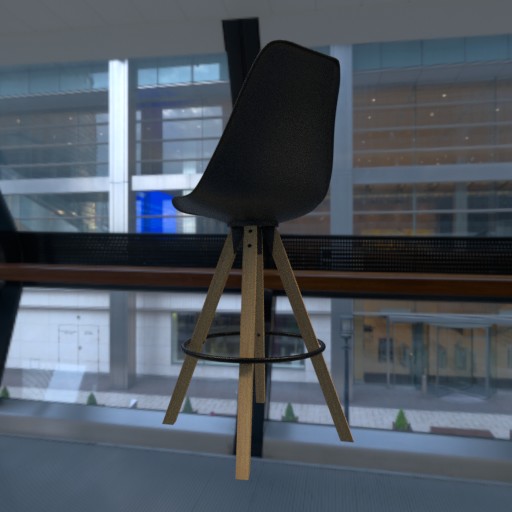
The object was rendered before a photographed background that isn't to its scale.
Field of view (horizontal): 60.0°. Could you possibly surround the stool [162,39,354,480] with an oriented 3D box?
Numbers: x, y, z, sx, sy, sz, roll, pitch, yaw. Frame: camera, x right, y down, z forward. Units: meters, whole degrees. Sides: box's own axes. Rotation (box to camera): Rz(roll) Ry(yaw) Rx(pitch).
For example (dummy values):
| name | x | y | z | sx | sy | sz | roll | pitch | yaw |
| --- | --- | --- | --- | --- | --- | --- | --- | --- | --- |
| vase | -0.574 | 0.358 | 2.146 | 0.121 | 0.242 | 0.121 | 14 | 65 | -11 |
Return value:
| name | x | y | z | sx | sy | sz | roll | pitch | yaw |
| --- | --- | --- | --- | --- | --- | --- | --- | --- | --- |
| stool | 0.000 | 0.000 | 1.401 | 0.485 | 1.115 | 0.550 | 0 | 0 | -36 |
